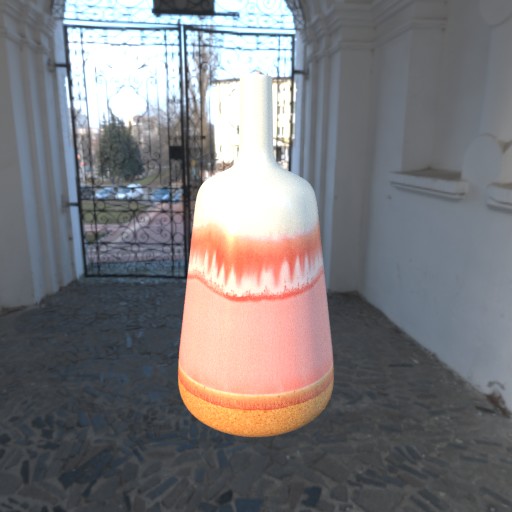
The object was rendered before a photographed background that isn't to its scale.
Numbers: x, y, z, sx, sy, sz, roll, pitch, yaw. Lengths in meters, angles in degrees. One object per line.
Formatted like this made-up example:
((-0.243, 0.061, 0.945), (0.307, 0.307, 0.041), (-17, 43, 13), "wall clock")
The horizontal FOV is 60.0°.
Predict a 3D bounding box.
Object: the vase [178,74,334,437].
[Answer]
((0.000, 0.000, 0.391), (0.144, 0.296, 0.144), (0, 14, 0), "vase")
